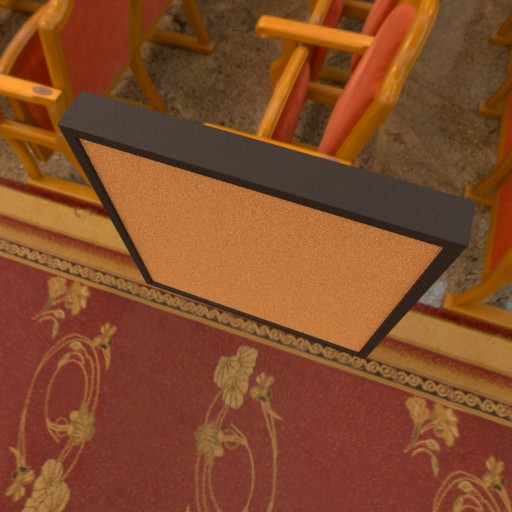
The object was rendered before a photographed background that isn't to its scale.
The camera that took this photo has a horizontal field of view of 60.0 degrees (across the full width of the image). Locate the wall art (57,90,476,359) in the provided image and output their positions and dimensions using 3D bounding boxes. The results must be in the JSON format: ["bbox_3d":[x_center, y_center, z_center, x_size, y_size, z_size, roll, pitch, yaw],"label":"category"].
[{"bbox_3d":[0.000,0.000,0.452,0.305,0.305,0.037,18,65,9],"label":"wall art"}]
